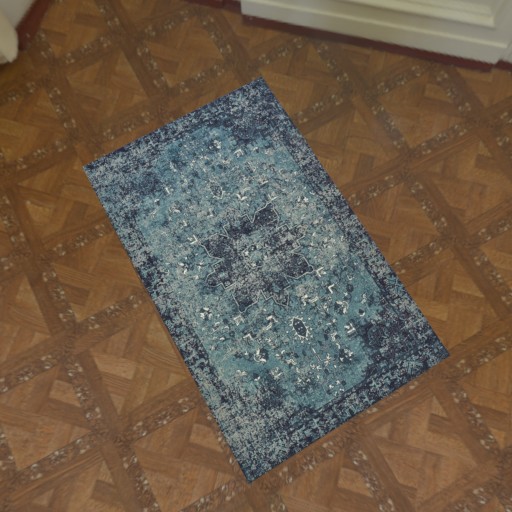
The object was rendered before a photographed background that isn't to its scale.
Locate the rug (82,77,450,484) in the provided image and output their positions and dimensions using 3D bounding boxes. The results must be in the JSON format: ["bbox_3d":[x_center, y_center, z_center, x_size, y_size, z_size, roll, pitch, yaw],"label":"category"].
[{"bbox_3d":[0.000,0.000,3.065,1.525,0.007,2.440,-29,77,-7],"label":"rug"}]
